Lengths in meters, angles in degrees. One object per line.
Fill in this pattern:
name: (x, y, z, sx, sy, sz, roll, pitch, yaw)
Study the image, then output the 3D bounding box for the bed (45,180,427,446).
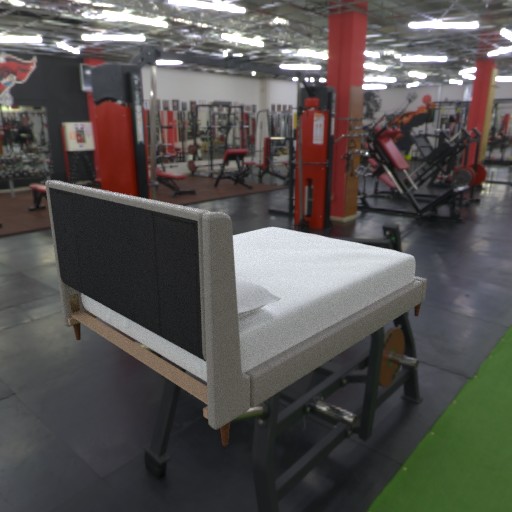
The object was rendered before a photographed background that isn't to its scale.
bed: (0.000, 0.000, 3.233, 1.656, 1.147, 2.232, 15, 22, 42)
